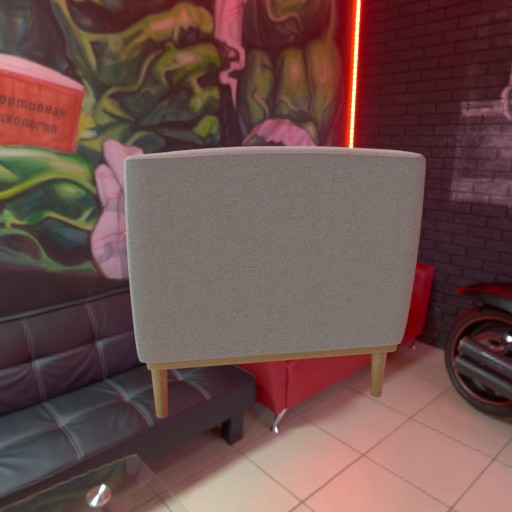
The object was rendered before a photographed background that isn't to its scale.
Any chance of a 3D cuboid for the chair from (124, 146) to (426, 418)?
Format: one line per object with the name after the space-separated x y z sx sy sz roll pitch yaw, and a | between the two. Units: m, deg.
0.000 0.000 1.679 0.946 0.818 0.951 -2 15 -9 | chair
